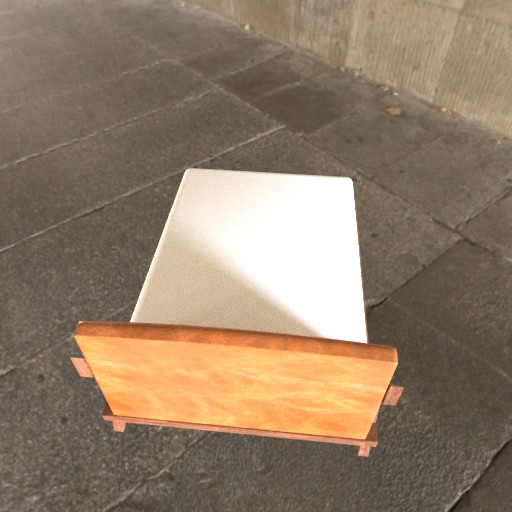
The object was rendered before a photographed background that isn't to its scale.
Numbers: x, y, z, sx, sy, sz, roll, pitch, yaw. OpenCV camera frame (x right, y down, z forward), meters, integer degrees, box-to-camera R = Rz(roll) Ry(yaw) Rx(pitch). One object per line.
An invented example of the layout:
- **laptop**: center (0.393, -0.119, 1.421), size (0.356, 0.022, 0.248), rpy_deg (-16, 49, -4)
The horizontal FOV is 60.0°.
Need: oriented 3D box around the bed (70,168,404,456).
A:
- **bed**: center (0.000, 0.000, 3.231), size (1.651, 1.168, 2.311), rpy_deg (4, 46, 4)
